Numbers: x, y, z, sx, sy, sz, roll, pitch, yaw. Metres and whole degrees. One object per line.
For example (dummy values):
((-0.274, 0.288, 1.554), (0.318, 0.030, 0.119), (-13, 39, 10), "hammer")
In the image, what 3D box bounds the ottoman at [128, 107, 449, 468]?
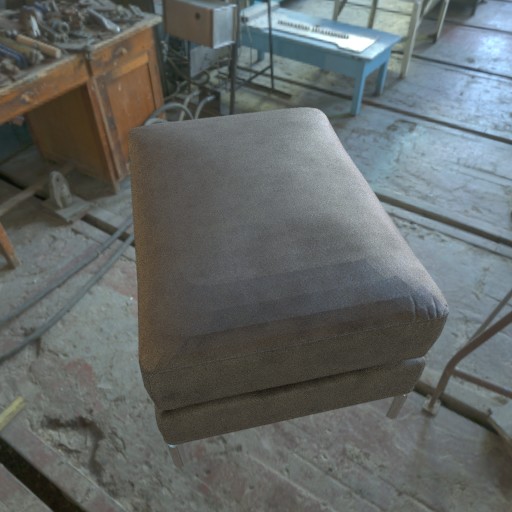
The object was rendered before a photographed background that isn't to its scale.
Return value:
((0.000, 0.000, 1.040), (0.520, 0.456, 0.719), (-9, 47, -9), "ottoman")
